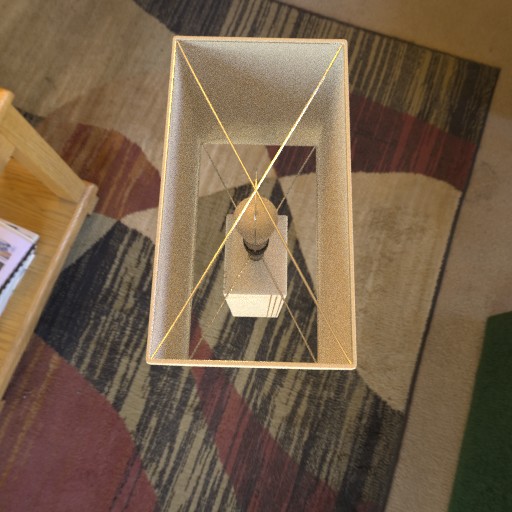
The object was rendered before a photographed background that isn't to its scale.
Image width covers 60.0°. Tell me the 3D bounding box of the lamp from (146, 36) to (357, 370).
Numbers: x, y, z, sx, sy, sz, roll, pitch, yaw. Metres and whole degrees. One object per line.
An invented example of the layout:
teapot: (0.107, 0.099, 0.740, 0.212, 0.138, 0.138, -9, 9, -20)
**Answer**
lamp: (0.000, 0.000, 0.684, 0.182, 0.543, 0.334, 1, 76, 0)
